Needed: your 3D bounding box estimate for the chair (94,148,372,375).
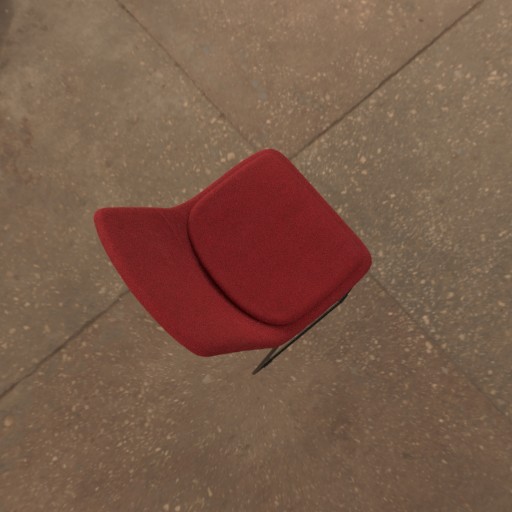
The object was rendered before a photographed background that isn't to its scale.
[{"bbox_3d":[0.000,0.000,1.154,0.518,0.858,0.479,-38,79,-9],"label":"chair"}]
